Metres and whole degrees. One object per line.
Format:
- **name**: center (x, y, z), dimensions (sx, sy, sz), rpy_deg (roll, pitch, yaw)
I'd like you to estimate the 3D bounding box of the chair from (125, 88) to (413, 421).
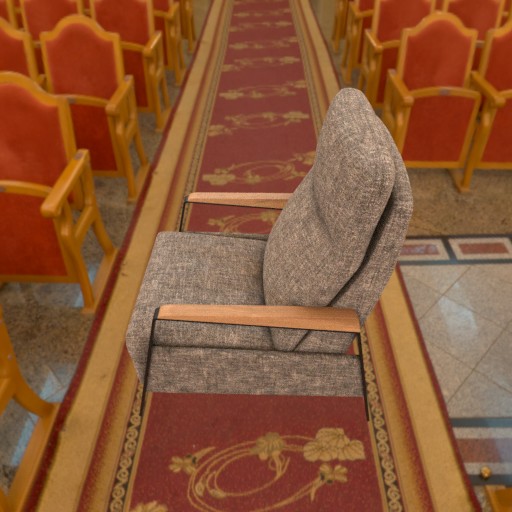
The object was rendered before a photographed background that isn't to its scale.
- **chair**: center (0.000, 0.000, 1.589), dimensions (0.868, 1.042, 0.671), rpy_deg (1, 40, 1)
